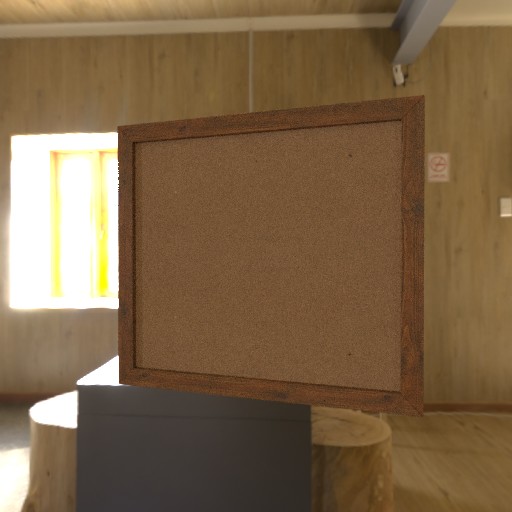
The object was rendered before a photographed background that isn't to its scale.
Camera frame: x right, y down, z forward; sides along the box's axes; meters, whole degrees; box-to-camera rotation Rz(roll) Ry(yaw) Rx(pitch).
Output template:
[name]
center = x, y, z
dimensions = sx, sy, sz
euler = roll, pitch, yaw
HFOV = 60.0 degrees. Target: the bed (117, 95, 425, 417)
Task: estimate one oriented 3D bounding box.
[bed]
center = 0.000, 0.000, 1.477
dimensions = 1.046, 0.942, 0.046
euler = 0, 1, 18
